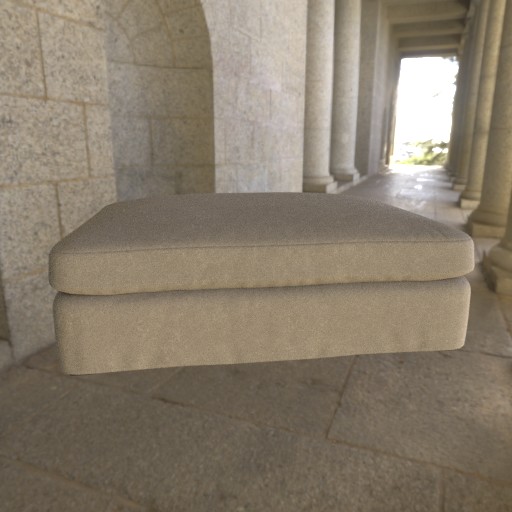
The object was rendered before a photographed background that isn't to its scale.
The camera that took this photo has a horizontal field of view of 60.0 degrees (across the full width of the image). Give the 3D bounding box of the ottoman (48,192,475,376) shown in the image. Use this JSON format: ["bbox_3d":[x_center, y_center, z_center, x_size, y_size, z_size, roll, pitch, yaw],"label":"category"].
[{"bbox_3d":[0.000,0.000,1.590,1.199,0.429,0.840,-2,15,-8],"label":"ottoman"}]
